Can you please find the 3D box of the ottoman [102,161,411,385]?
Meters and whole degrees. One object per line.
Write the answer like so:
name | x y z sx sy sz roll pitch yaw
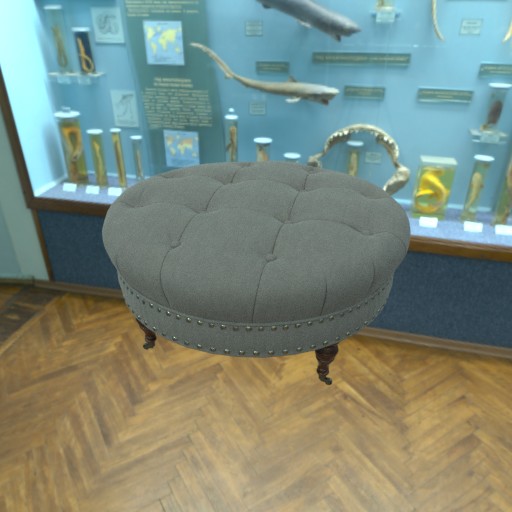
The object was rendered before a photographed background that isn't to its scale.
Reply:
ottoman | 0.000 0.000 1.421 0.901 0.439 0.901 0 29 0
